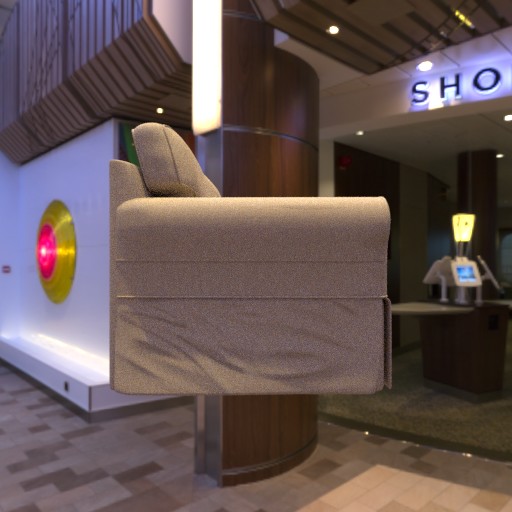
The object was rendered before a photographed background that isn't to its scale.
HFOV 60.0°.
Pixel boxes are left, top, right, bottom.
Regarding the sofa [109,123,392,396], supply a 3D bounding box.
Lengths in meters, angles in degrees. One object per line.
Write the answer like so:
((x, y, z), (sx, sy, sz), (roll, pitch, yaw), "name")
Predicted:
((0.000, 0.000, 2.317), (0.991, 0.940, 1.727), (0, 0, 1), "sofa")
